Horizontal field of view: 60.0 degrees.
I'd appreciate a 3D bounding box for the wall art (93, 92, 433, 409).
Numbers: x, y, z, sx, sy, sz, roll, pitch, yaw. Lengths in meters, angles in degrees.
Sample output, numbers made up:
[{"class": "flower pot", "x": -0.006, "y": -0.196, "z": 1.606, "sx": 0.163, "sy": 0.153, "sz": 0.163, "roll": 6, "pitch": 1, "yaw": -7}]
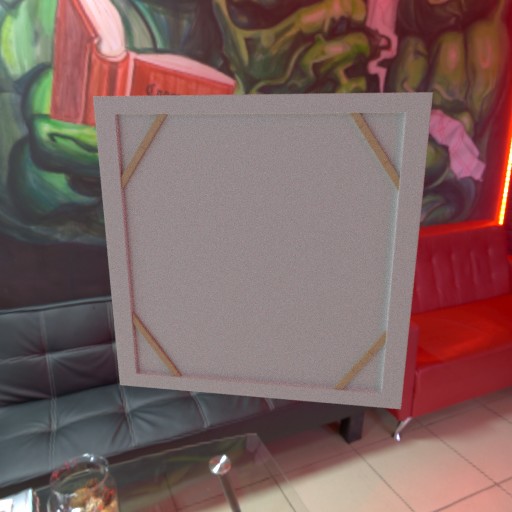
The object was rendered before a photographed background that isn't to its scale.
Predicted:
[{"class": "wall art", "x": 0.000, "y": 0.000, "z": 0.596, "sx": 0.405, "sy": 0.407, "sz": 0.038, "roll": 2, "pitch": 16, "yaw": 8}]
